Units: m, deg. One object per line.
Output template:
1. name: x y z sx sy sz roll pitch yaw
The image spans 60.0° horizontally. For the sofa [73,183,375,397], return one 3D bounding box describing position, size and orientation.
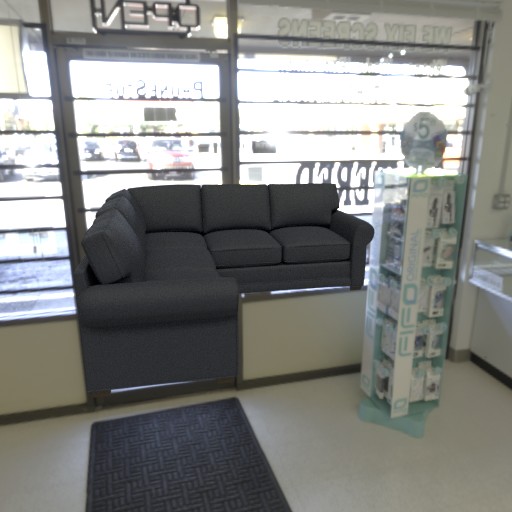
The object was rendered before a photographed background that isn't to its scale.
1. sofa: 0.000 0.000 3.866 2.562 1.042 2.487 -3 16 -11
